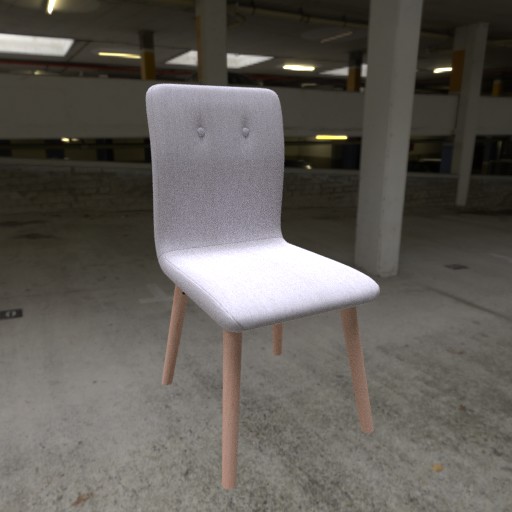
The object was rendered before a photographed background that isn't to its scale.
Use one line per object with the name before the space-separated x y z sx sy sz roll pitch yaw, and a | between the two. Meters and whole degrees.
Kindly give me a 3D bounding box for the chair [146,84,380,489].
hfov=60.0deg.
chair | 0.000 0.000 1.180 0.435 0.885 0.550 -8 18 -27
